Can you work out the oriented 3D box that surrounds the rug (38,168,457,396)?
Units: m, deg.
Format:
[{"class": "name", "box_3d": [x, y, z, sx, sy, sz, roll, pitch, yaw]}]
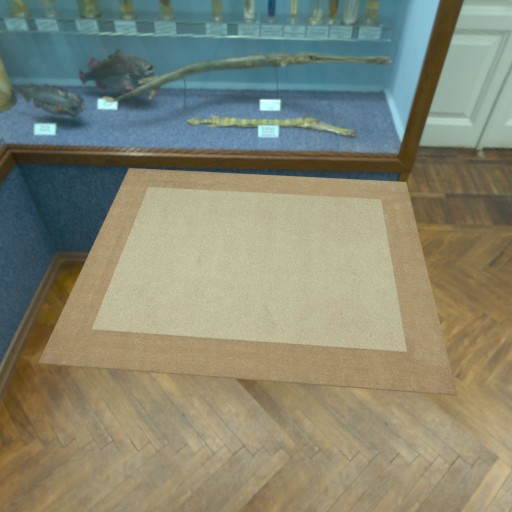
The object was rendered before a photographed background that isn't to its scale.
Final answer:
[{"class": "rug", "box_3d": [0.000, 0.000, 4.033, 3.048, 0.014, 2.438, 3, 47, 3]}]
